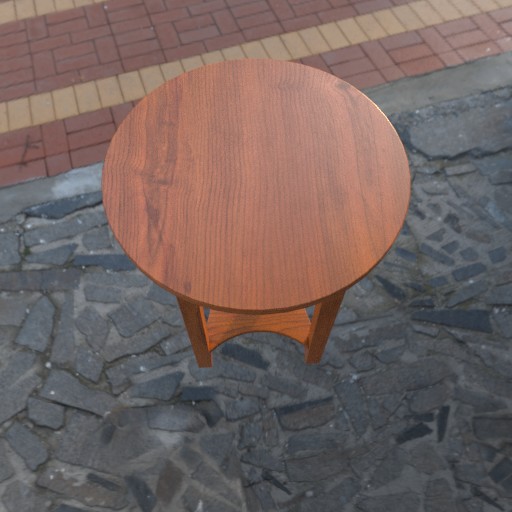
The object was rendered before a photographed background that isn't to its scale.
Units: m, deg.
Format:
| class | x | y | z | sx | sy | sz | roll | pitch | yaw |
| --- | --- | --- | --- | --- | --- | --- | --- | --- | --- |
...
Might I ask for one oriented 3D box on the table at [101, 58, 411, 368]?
| class | x | y | z | sx | sy | sz | roll | pitch | yaw |
| --- | --- | --- | --- | --- | --- | --- | --- | --- | --- |
| table | 0.000 | 0.000 | 0.934 | 0.457 | 0.610 | 0.457 | 0 | 64 | 0 |
